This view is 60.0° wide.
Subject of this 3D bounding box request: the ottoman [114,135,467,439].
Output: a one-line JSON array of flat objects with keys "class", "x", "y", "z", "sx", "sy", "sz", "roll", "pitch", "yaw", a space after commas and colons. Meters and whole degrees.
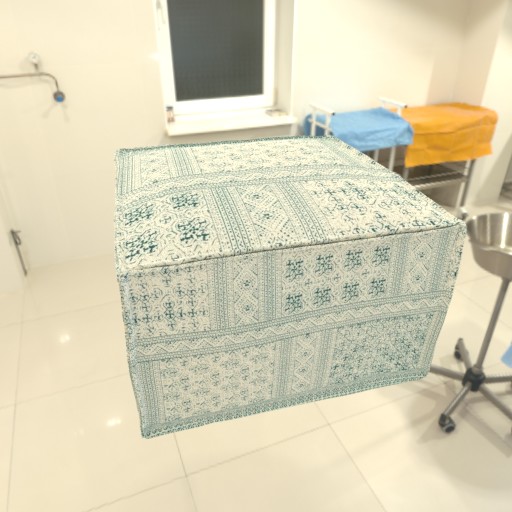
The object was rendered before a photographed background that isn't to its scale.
[{"class": "ottoman", "x": 0.000, "y": 0.000, "z": 1.053, "sx": 0.626, "sy": 0.439, "sz": 0.617, "roll": -8, "pitch": 31, "yaw": -13}]
